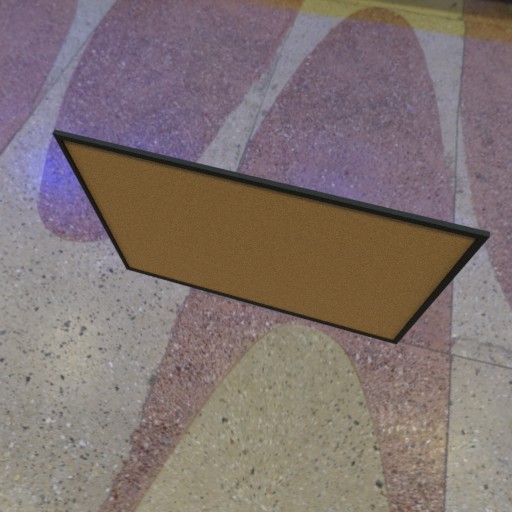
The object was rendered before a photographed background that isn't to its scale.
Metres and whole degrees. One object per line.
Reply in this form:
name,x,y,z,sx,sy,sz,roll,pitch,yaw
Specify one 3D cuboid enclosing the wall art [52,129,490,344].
wall art,0.000,0.000,1.231,0.963,0.665,0.013,15,62,8
